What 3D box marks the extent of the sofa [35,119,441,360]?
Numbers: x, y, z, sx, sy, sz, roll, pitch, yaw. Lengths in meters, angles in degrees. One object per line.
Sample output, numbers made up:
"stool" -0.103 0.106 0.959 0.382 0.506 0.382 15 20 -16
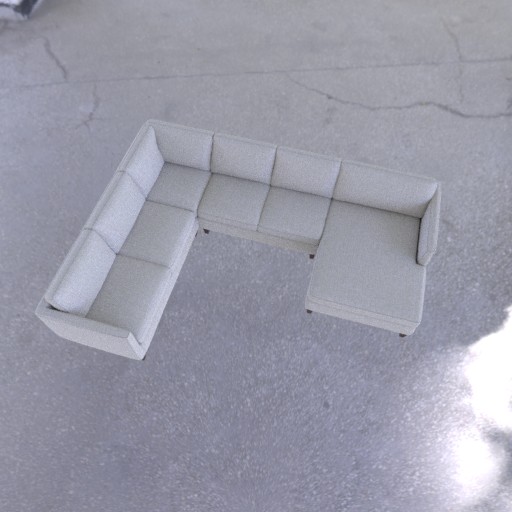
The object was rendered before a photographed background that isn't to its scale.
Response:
"sofa" 0.000 0.000 4.498 3.403 0.889 2.551 14 60 8
